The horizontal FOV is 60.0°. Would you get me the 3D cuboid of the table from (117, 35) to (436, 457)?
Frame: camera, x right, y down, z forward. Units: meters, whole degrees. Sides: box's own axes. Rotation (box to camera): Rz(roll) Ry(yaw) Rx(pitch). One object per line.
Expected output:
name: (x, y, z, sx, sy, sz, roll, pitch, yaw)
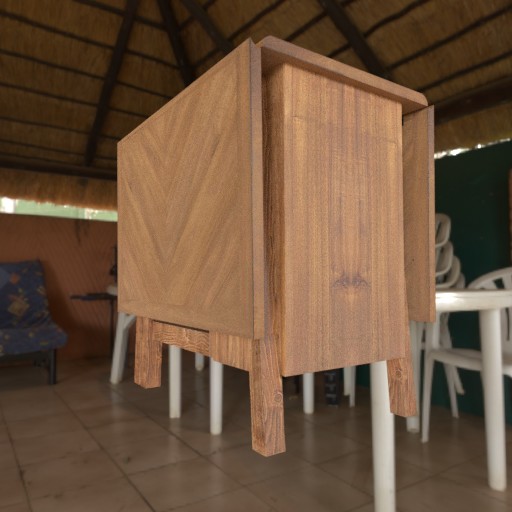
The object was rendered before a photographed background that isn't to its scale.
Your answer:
table: (0.000, 0.000, 1.579, 0.701, 0.981, 0.967, 2, -3, -35)
